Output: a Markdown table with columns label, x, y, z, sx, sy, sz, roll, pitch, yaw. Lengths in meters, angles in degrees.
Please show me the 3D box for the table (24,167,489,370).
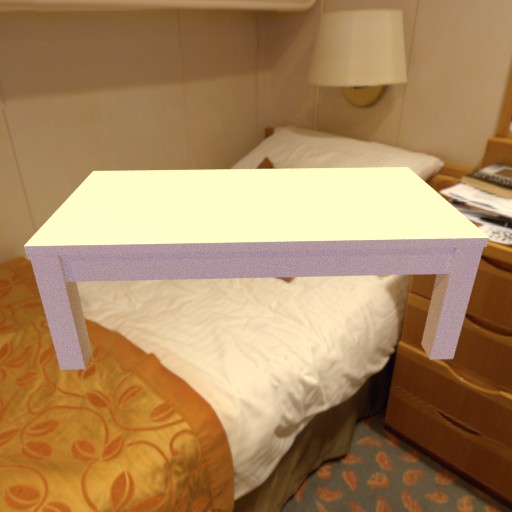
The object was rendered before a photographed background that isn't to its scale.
| label | x | y | z | sx | sy | sz | roll | pitch | yaw |
| --- | --- | --- | --- | --- | --- | --- | --- | --- | --- |
| table | 0.000 | 0.000 | 1.703 | 1.350 | 0.470 | 0.700 | -1 | 28 | -2 |
